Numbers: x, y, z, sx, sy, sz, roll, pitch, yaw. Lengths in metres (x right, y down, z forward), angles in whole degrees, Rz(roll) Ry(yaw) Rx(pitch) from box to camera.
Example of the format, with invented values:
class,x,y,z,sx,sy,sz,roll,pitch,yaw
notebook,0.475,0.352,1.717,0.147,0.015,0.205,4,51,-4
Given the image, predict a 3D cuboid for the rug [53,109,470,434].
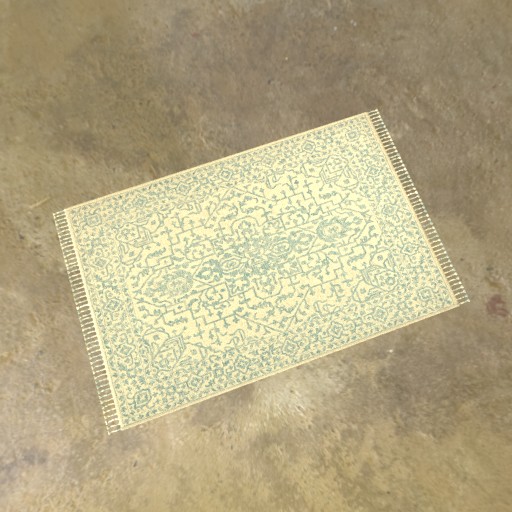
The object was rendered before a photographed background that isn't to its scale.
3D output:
class,x,y,z,sx,sy,sz,roll,pitch,yaw
rug,0.000,0.000,2.980,2.438,0.010,1.524,-19,76,-5
